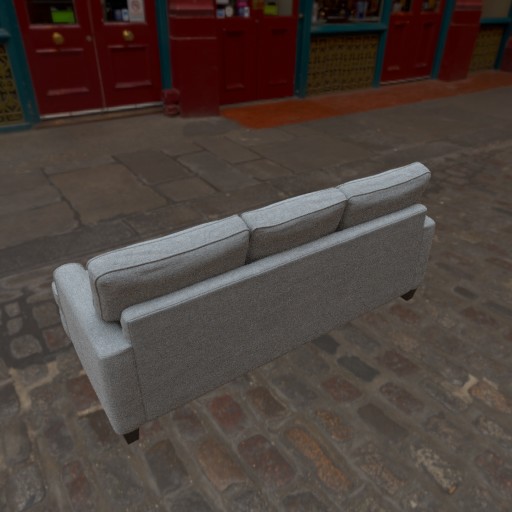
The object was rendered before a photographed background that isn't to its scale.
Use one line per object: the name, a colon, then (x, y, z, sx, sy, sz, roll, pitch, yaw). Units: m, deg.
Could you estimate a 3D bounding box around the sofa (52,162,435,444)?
sofa: (0.000, 0.000, 2.645, 2.158, 0.965, 0.951, -19, 36, -29)
